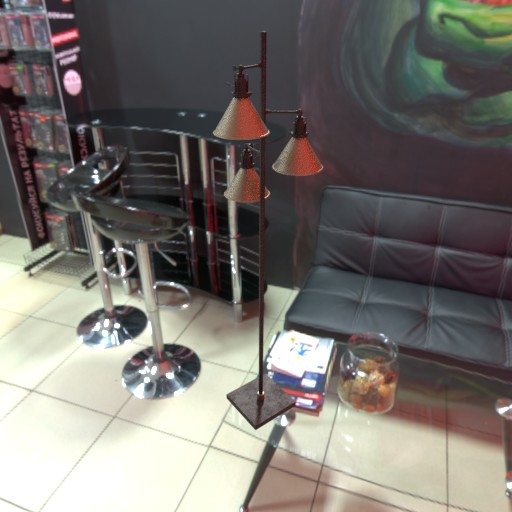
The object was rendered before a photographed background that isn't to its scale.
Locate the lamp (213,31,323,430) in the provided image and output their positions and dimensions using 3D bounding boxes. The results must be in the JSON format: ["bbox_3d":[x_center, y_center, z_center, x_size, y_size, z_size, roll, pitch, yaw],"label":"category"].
[{"bbox_3d":[0.000,0.000,1.895,0.428,1.716,0.415,-20,35,-32],"label":"lamp"}]
